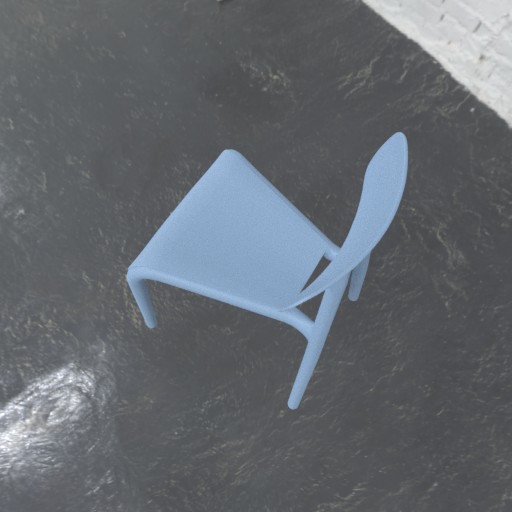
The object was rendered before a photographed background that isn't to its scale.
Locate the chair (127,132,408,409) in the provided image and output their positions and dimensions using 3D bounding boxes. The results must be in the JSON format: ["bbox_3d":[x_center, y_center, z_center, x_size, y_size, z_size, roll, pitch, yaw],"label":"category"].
[{"bbox_3d":[0.000,0.000,0.815,0.401,0.580,0.356,29,68,13],"label":"chair"}]
